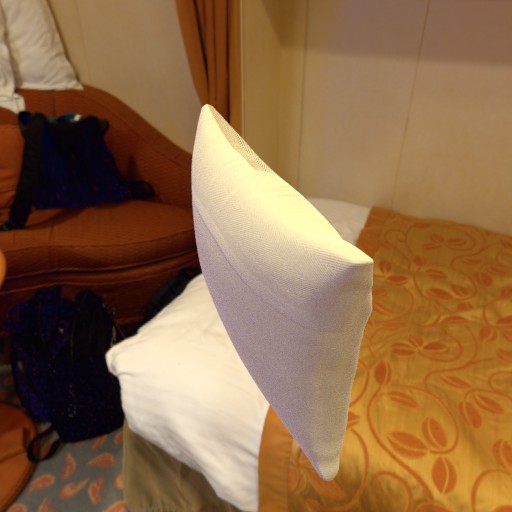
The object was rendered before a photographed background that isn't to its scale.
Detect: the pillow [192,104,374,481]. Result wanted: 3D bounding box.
[{"bbox_3d":[0.000,0.000,0.621,0.139,0.305,0.506,-11,34,-17],"label":"pillow"}]
